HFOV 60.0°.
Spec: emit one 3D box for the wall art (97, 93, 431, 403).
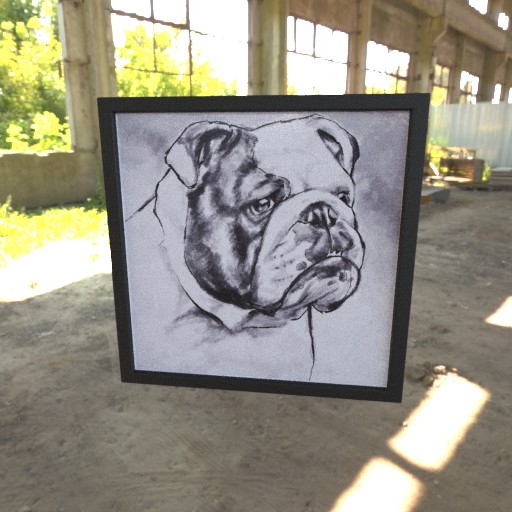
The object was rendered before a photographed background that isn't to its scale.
[{"bbox_3d":[0.000,0.000,0.964,0.663,0.659,0.016,2,15,7],"label":"wall art"}]
